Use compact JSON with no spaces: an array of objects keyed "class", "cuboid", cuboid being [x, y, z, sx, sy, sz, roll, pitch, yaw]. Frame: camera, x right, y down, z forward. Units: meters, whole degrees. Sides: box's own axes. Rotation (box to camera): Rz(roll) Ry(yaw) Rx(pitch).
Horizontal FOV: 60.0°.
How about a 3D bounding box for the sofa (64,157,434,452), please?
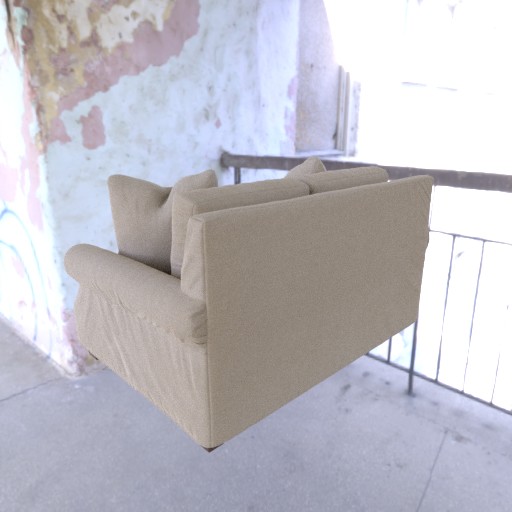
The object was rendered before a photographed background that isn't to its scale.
[{"class":"sofa","cuboid":[0.000,0.000,2.152,1.550,0.905,1.070,-16,23,-42]}]
